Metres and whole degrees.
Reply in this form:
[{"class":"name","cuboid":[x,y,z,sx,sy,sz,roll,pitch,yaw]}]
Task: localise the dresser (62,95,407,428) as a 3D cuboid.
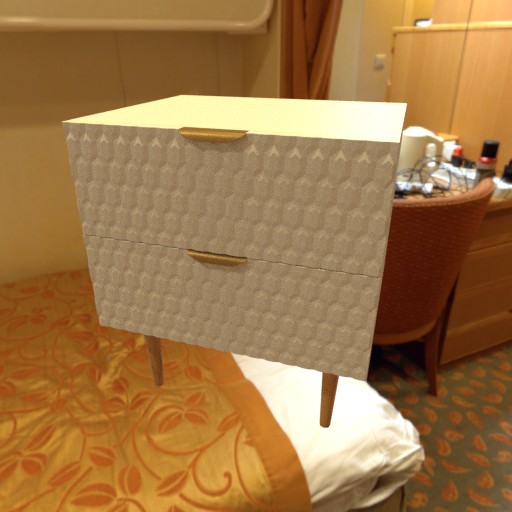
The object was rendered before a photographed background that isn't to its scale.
[{"class":"dresser","cuboid":[0.000,0.000,0.908,0.503,0.568,0.414,8,27,16]}]
